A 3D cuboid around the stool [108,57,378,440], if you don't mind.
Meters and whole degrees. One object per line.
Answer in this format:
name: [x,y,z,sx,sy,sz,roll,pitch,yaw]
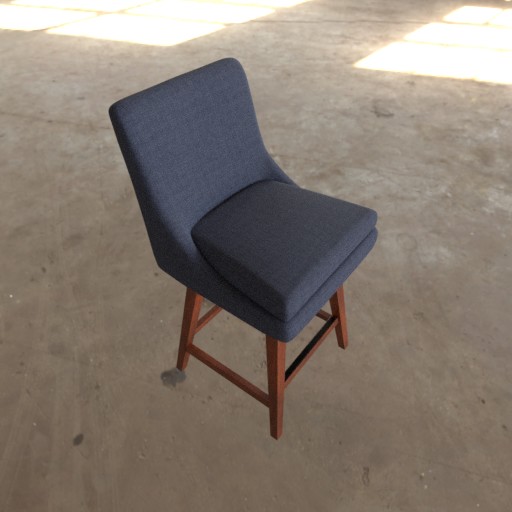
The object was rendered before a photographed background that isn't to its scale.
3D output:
stool: [0.000,0.000,1.250,0.524,0.895,0.467,27,48,27]
